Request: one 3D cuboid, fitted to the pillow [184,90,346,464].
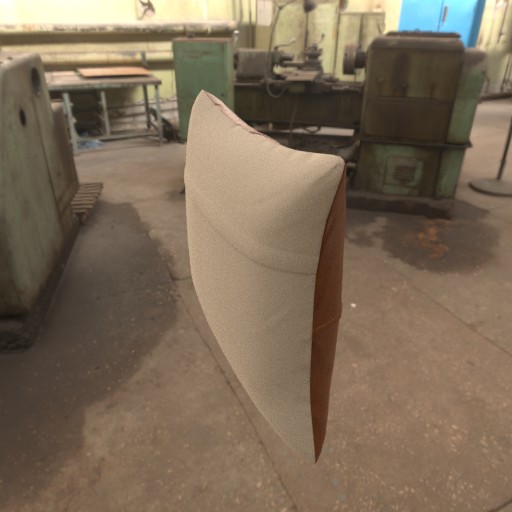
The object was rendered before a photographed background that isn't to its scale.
[{"bbox_3d":[0.000,0.000,0.762,0.192,0.477,0.501,-11,31,-20],"label":"pillow"}]
